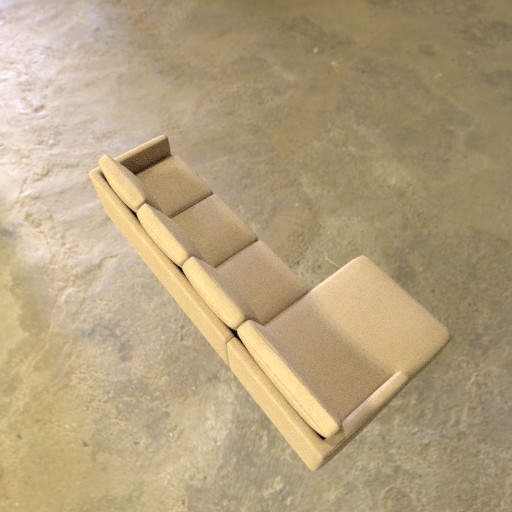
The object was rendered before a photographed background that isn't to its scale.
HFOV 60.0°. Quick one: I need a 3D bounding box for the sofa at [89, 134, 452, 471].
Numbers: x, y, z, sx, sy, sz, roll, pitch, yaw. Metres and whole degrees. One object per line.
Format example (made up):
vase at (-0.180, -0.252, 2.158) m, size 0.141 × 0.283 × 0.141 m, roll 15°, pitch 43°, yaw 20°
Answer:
sofa at (0.000, 0.000, 3.898) m, size 1.502 × 0.876 × 3.201 m, roll -34°, pitch 63°, yaw -20°
